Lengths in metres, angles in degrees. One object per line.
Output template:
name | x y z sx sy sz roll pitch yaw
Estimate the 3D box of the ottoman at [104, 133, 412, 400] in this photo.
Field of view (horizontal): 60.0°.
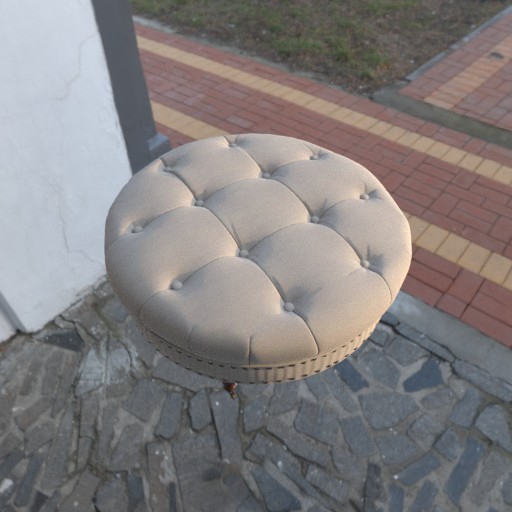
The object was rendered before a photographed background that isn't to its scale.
ottoman | 0.000 0.000 1.417 0.901 0.439 0.901 0 47 0
